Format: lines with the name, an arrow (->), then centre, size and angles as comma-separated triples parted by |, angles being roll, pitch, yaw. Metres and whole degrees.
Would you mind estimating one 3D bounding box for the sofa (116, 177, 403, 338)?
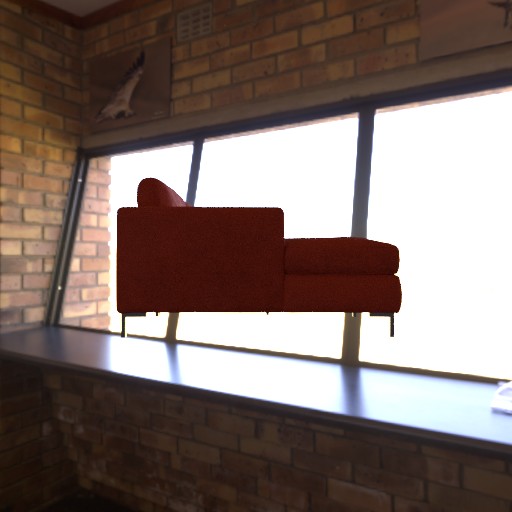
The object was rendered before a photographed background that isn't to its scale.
sofa -> 0.000, 0.000, 2.943 | 1.136, 0.663, 2.467 | 0, 0, -1
